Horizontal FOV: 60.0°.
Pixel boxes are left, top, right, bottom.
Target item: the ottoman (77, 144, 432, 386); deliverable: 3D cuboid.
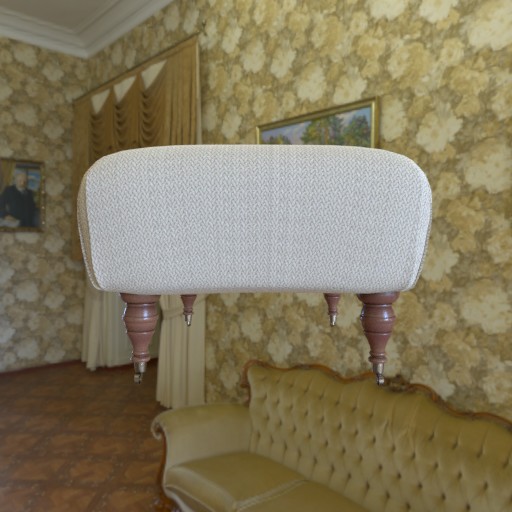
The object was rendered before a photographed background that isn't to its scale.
[{"bbox_3d":[0.000,0.000,1.058,0.622,0.447,0.684,0,2,1],"label":"ottoman"}]
